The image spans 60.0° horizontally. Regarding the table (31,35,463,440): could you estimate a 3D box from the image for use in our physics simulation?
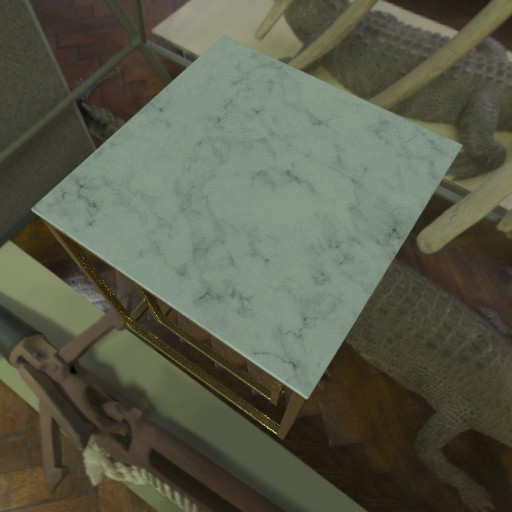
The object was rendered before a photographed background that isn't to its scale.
[{"bbox_3d":[0.000,0.000,0.863,0.450,0.500,0.450,31,66,15],"label":"table"}]
